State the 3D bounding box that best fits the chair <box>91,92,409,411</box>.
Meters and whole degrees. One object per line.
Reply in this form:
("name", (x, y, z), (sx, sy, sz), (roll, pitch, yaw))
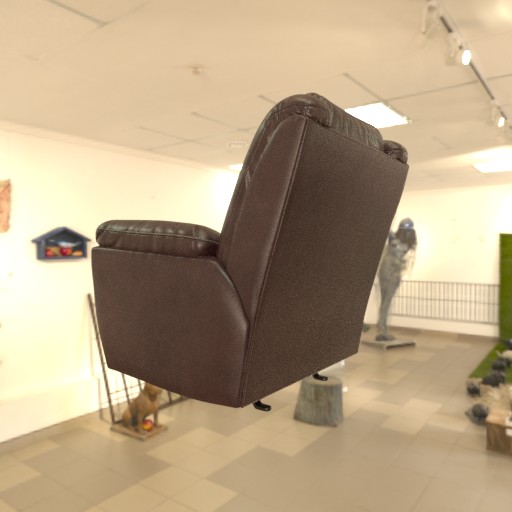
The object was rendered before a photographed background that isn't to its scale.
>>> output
("chair", (0.000, 0.000, 1.901), (1.041, 1.093, 0.990), (1, 2, 36))
